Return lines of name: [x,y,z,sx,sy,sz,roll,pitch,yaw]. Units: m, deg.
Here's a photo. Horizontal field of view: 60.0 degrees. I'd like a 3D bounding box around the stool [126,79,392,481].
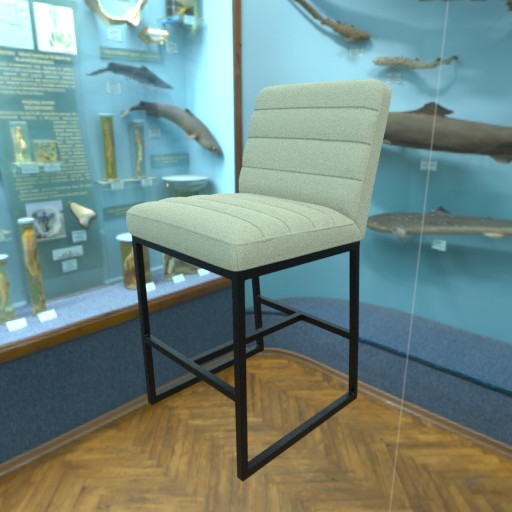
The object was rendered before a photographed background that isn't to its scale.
stool: [0.000,0.000,1.254,0.560,0.940,0.460,-16,23,-41]
